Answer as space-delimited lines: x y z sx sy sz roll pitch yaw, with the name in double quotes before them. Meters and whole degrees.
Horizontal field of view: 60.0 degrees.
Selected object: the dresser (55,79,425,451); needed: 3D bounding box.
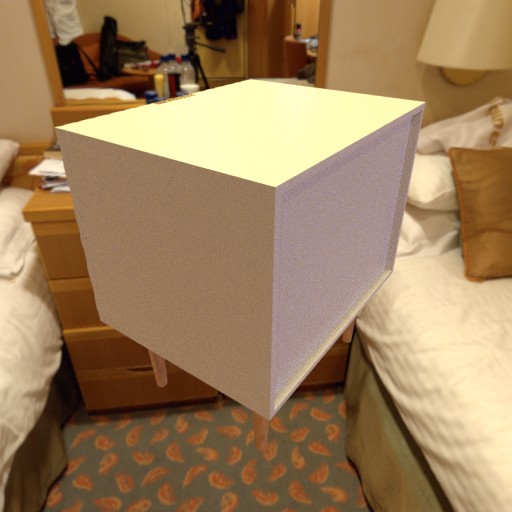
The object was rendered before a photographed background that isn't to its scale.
"dresser" 0.000 0.000 0.899 0.414 0.568 0.503 21 37 30
